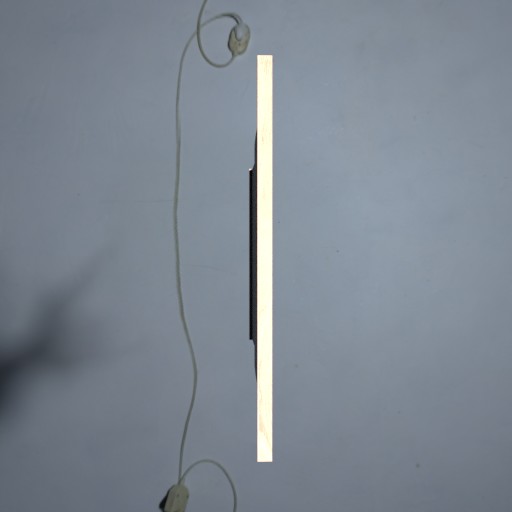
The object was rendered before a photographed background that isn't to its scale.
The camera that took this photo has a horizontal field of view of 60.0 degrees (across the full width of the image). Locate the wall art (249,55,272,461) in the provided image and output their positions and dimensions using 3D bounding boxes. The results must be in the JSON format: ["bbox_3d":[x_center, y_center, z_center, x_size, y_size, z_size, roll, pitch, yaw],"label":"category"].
[{"bbox_3d":[0.000,0.000,0.616,0.012,0.508,0.332,0,91,-2],"label":"wall art"}]
